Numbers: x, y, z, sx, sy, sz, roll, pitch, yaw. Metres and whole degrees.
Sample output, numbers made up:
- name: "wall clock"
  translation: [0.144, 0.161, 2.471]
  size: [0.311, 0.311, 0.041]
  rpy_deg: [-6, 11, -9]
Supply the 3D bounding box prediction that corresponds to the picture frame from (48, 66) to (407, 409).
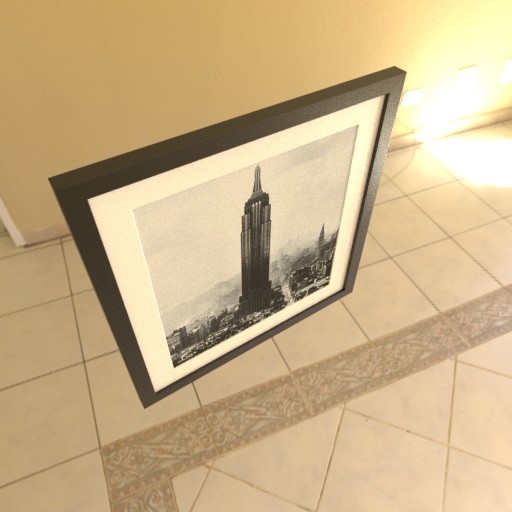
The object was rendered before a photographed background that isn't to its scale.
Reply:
- name: "picture frame"
  translation: [0.000, 0.000, 0.813]
  size: [0.559, 0.557, 0.029]
  rpy_deg: [-25, 51, -22]
